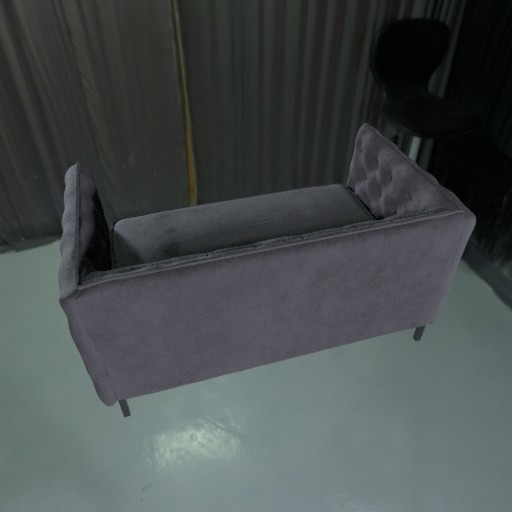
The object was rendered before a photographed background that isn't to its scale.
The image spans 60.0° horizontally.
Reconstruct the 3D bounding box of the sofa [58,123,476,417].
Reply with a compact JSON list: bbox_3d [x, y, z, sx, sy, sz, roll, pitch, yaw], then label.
[{"bbox_3d":[0.000,0.000,2.111,1.583,0.810,0.909,-11,42,-13],"label":"sofa"}]
